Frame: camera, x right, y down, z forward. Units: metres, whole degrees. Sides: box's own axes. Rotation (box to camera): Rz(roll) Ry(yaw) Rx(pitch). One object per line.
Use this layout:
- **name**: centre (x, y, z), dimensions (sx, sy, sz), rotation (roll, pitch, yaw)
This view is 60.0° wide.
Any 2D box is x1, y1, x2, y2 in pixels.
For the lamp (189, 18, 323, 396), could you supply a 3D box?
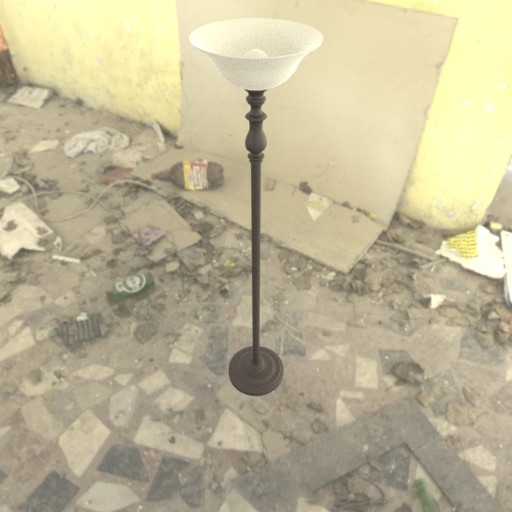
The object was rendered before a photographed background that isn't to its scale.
- **lamp**: centre (0.000, 0.000, 1.946), dimensions (0.405, 1.797, 0.405), rotation (-26, 48, -26)
